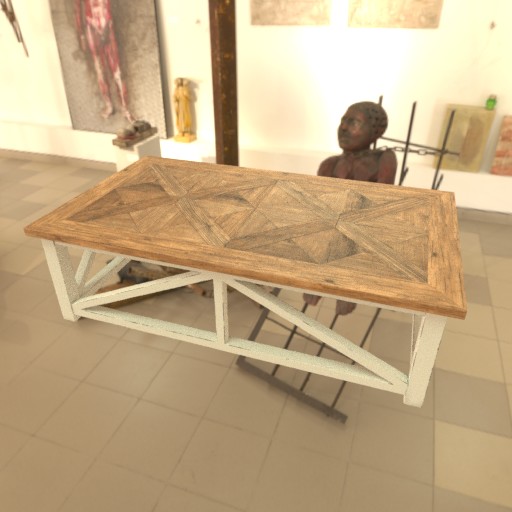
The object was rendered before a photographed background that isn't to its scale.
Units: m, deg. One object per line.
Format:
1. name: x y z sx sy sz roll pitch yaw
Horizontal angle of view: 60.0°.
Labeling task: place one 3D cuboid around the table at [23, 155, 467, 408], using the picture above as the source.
1. table: 0.000 0.000 1.743 1.400 0.410 0.800 10 33 16
